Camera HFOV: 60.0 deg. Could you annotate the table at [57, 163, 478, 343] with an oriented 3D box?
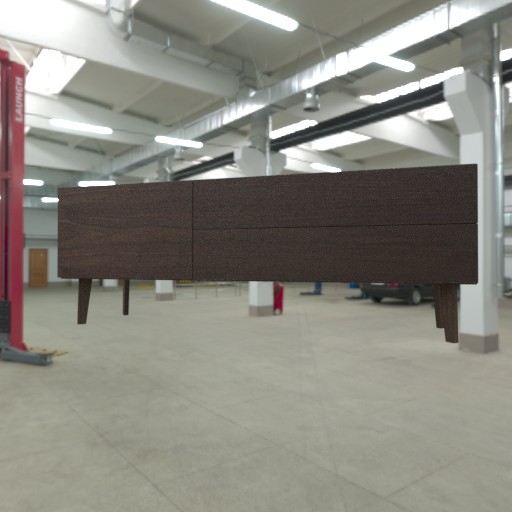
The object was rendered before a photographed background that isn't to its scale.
[{"bbox_3d":[0.000,0.000,1.612,1.397,0.508,0.405,0,-1,17],"label":"table"}]
